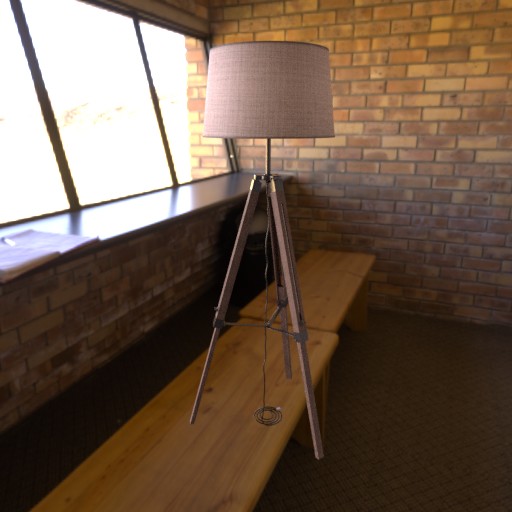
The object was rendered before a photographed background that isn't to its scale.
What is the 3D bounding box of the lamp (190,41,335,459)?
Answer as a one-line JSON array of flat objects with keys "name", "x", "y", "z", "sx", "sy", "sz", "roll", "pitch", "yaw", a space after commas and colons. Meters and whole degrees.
[{"name": "lamp", "x": 0.000, "y": 0.000, "z": 1.781, "sx": 0.587, "sy": 1.510, "sz": 0.604, "roll": -3, "pitch": 17, "yaw": -9}]
